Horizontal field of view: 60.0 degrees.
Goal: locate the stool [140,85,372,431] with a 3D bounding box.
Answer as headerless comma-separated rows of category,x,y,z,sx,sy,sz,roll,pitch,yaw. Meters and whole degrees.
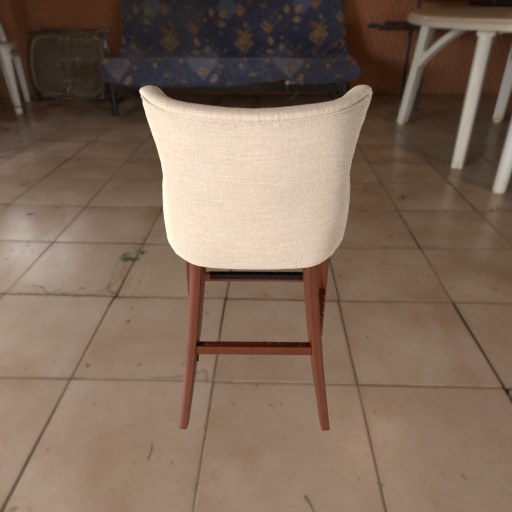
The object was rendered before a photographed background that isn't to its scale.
stool,0.000,0.000,1.364,0.556,1.034,0.563,0,30,1
